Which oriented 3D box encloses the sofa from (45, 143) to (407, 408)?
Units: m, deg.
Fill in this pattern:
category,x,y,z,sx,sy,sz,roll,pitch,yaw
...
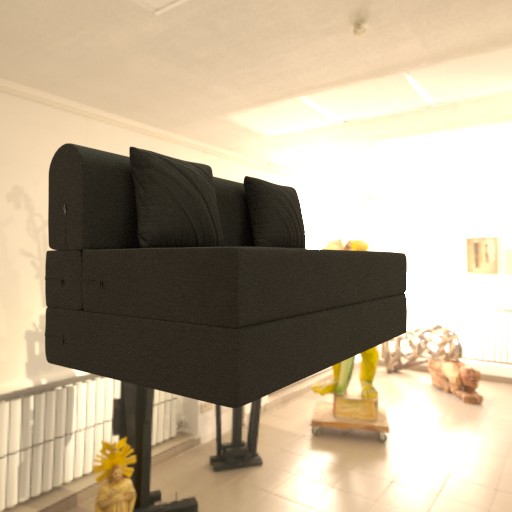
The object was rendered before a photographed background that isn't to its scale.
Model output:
category,x,y,z,sx,sy,sz,roll,pitch,yaw
sofa,0.000,0.000,1.659,0.762,0.670,1.225,0,-1,35
